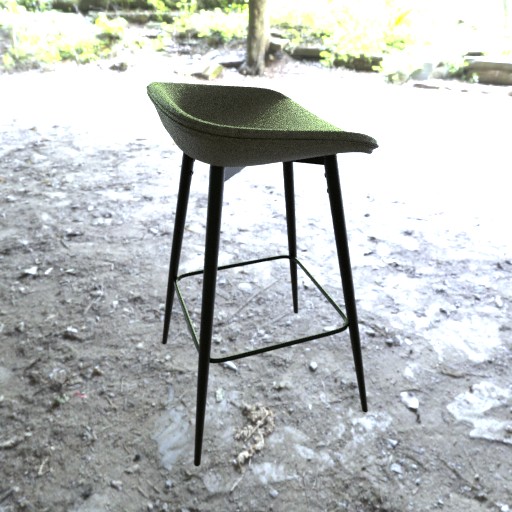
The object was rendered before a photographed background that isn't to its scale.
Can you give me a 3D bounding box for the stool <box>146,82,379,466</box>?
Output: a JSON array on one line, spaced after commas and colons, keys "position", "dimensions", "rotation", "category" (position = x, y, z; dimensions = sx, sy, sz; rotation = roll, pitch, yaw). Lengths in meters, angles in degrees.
[{"position": [0.000, 0.000, 1.107], "dimensions": [0.480, 0.814, 0.469], "rotation": [-11, 33, -17], "category": "stool"}]
